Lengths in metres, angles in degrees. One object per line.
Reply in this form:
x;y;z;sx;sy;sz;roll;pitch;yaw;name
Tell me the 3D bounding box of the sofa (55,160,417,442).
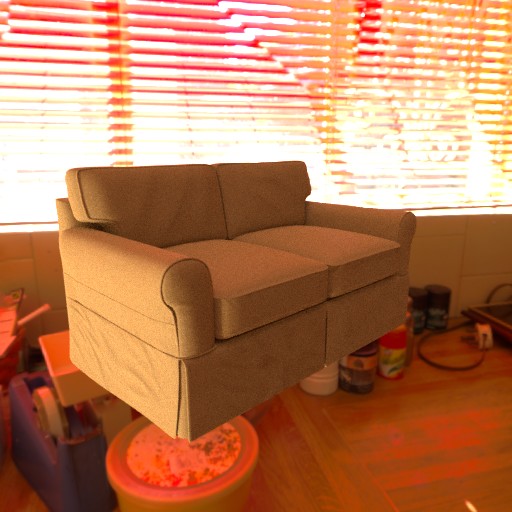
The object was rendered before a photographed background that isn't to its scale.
0.000;0.000;2.323;1.727;0.940;0.991;-13;19;-43;sofa
